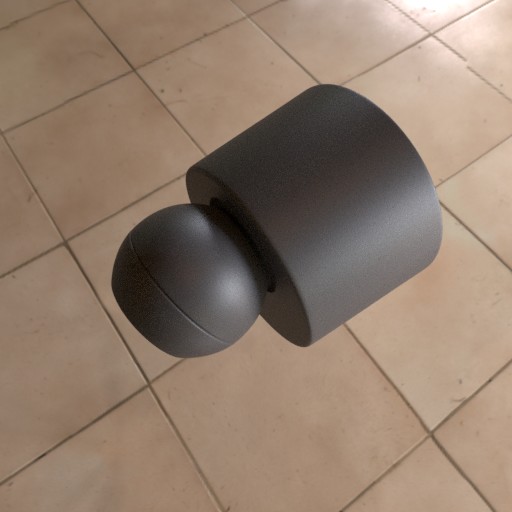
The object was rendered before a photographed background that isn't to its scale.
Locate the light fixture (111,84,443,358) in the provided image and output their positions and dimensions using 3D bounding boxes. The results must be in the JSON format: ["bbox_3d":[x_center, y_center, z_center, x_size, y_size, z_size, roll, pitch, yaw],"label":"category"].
[{"bbox_3d":[0.000,0.000,0.267,0.160,0.143,0.134,-34,69,-15],"label":"light fixture"}]
